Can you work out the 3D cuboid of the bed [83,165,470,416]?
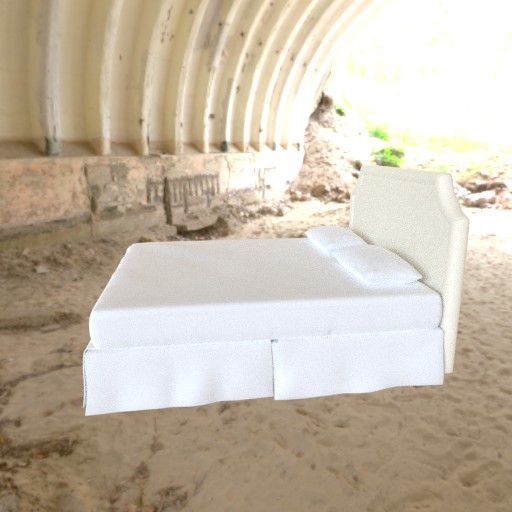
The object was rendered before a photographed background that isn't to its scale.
[{"bbox_3d":[0.000,0.000,4.114,2.773,1.590,2.350,-2,14,-8],"label":"bed"}]
